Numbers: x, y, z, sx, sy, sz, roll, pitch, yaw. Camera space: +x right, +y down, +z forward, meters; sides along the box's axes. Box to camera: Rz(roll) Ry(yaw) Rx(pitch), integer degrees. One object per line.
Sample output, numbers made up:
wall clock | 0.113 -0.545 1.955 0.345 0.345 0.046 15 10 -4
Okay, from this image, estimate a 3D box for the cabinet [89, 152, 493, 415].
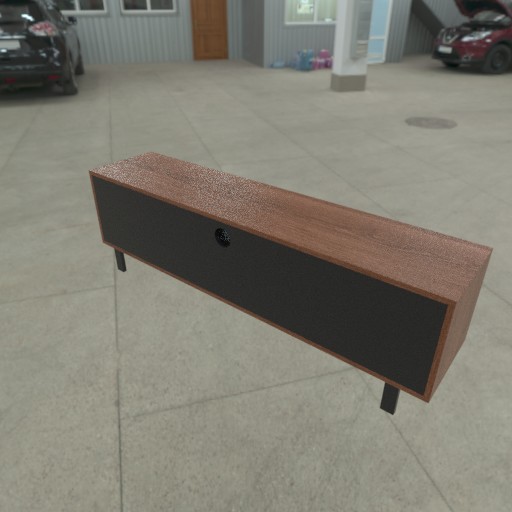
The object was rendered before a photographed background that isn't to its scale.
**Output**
cabinet | 0.000 0.000 1.857 1.650 0.500 0.400 22 36 32
